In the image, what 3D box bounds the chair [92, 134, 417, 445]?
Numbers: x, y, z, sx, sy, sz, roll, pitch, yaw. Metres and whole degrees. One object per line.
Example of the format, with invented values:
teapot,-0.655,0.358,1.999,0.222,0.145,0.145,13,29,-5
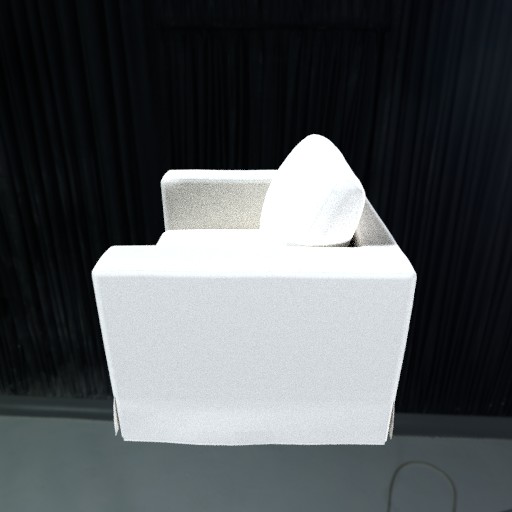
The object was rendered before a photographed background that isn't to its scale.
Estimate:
chair,0.000,0.000,1.833,0.957,0.878,1.150,0,26,1
